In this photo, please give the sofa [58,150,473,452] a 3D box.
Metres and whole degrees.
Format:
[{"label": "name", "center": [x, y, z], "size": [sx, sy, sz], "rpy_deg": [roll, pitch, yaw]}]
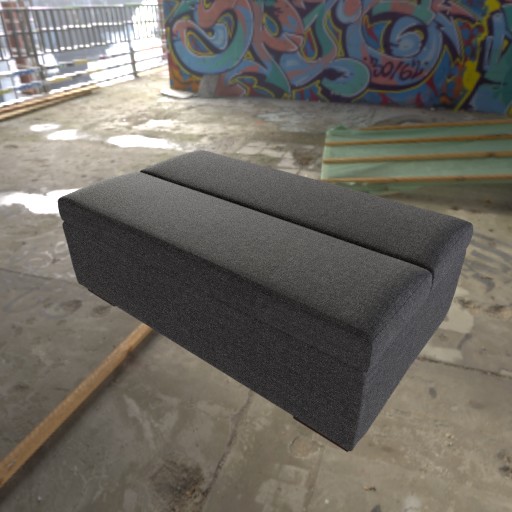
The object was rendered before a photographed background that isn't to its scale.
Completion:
[{"label": "sofa", "center": [0.000, 0.000, 1.576], "size": [1.198, 0.417, 0.782], "rpy_deg": [22, 37, 32]}]
